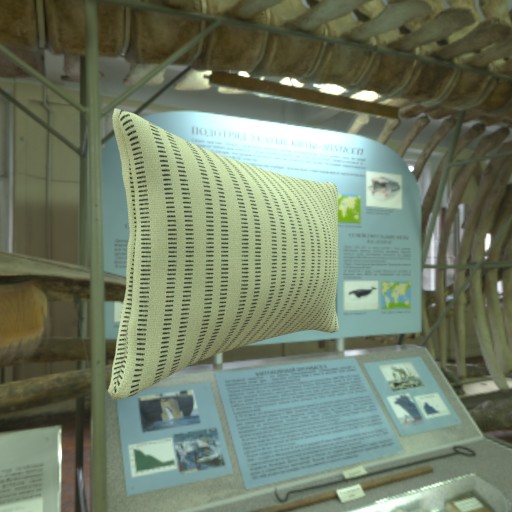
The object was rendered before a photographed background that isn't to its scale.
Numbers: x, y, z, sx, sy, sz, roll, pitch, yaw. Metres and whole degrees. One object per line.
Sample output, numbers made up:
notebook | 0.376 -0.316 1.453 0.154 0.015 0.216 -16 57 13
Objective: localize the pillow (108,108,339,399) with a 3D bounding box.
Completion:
pillow | 0.000 0.000 0.795 0.210 0.353 0.640 0 -1 34
